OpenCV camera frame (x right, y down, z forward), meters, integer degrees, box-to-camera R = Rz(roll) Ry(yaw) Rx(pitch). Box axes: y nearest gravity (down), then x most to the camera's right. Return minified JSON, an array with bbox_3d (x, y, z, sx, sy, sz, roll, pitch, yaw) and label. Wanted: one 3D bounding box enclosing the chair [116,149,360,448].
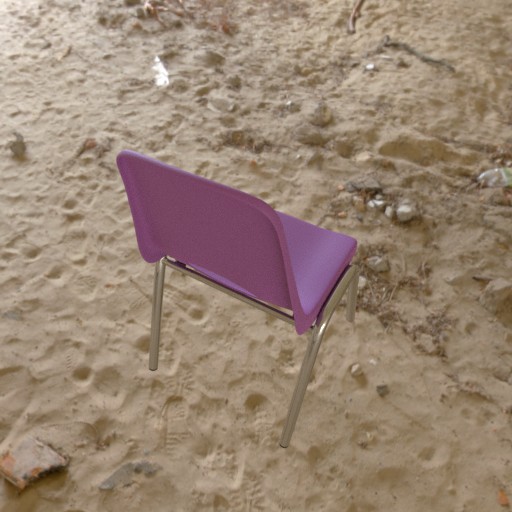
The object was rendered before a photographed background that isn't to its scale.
[{"bbox_3d":[0.000,0.000,0.681,0.291,0.493,0.301,23,51,20],"label":"chair"}]
